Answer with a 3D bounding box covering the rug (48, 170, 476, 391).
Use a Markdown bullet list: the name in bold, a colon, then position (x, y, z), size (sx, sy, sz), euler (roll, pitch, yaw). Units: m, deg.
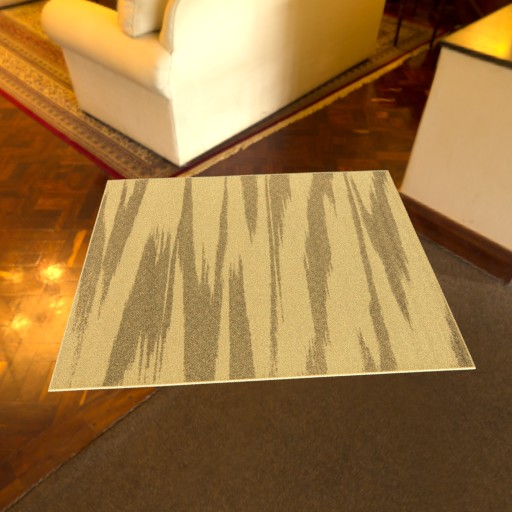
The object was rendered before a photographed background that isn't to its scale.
- **rug**: position (0.000, 0.000, 3.841), size (2.945, 0.014, 2.353), euler (-2, 46, -2)
